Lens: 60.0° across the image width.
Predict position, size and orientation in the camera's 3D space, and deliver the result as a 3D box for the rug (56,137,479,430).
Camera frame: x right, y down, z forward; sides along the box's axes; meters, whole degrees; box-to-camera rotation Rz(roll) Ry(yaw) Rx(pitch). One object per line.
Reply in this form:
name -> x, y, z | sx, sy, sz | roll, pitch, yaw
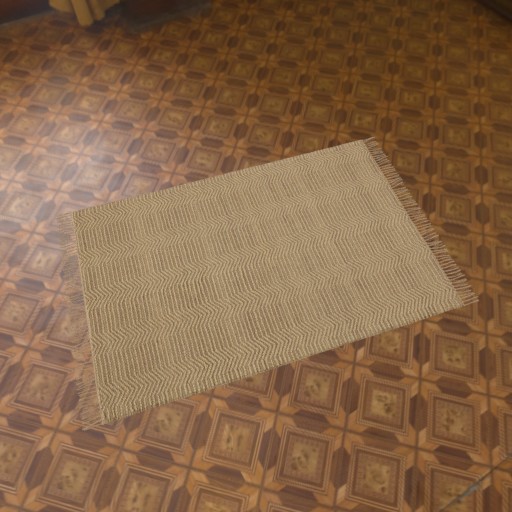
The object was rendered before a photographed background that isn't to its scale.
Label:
rug -> 0.000, 0.000, 2.989 | 2.523, 0.034, 1.528 | -16, 60, -9
